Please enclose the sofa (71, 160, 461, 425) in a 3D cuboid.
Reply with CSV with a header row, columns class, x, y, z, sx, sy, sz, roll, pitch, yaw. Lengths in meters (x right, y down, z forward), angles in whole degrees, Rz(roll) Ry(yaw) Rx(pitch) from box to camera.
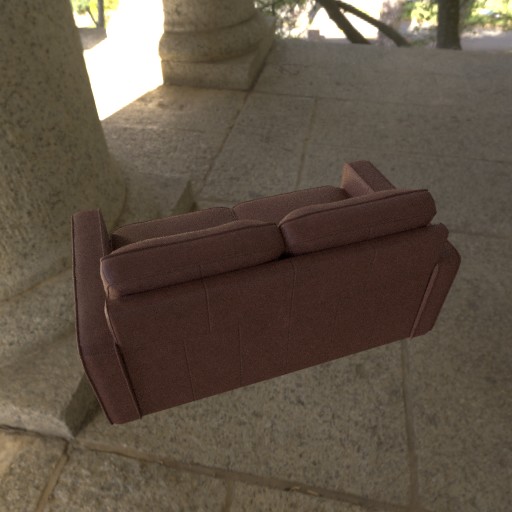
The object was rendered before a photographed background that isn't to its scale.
class,x,y,z,sx,sy,sz,roll,pitch,yaw
sofa,0.000,0.000,2.238,1.709,0.918,0.947,-13,44,-13
